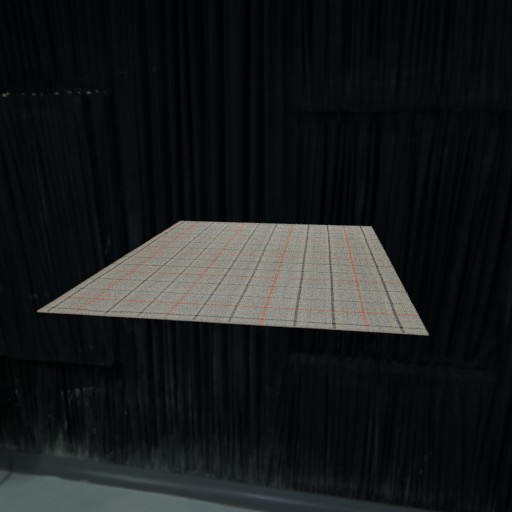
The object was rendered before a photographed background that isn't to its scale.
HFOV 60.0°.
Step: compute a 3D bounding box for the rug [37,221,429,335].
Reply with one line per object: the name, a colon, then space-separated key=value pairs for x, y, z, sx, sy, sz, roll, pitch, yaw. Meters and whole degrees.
rug: x=0.000 y=0.000 z=4.164 sx=2.444 sy=0.012 sz=3.048 roll=2 pitch=16 yaw=8
